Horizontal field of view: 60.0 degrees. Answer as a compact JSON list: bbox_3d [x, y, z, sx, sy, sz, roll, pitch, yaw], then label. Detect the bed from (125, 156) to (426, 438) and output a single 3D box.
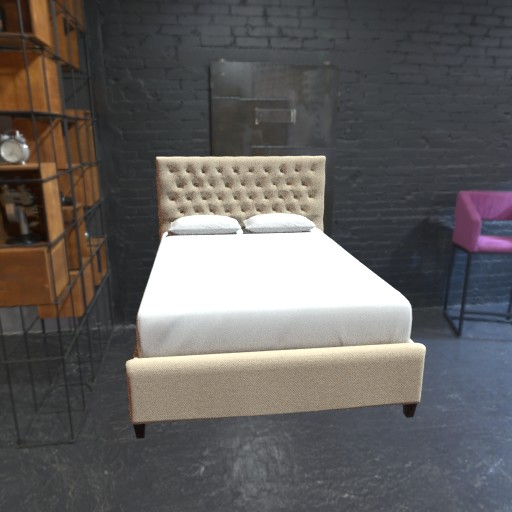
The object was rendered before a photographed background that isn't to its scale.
[{"bbox_3d":[0.000,0.000,3.488,1.698,1.427,2.387,-2,15,-7],"label":"bed"}]
